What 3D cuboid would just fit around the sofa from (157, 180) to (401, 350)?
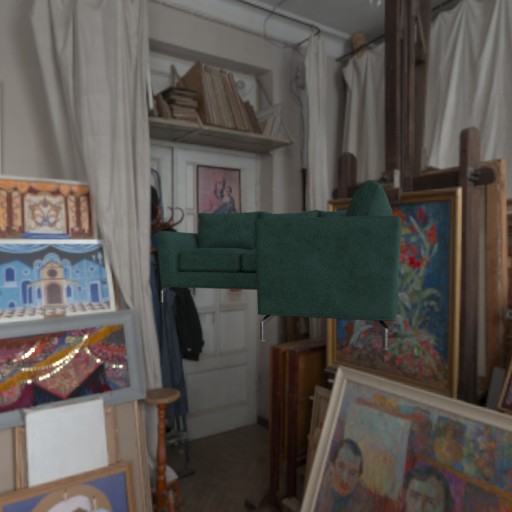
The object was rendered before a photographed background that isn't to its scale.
[{"bbox_3d":[0.000,0.000,3.966,2.468,1.004,2.452,0,1,18],"label":"sofa"}]
